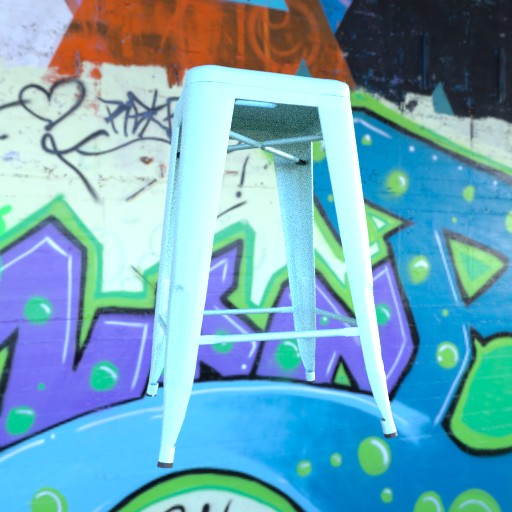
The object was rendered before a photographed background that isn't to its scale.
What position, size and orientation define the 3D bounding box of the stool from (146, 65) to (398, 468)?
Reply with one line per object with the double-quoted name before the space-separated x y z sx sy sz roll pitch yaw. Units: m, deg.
"stool" 0.000 0.000 0.853 0.399 0.609 0.359 0 0 -17
